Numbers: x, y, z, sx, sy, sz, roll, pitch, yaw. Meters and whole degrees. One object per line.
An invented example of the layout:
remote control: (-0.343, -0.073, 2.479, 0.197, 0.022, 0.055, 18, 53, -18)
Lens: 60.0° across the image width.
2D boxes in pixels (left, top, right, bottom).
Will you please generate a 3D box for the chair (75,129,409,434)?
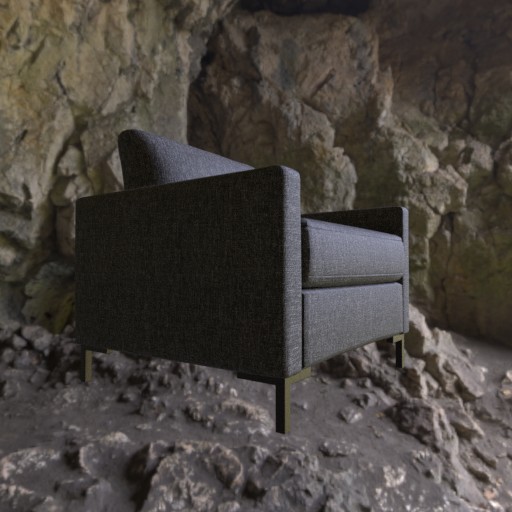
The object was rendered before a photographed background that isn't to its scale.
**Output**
chair: (0.000, 0.000, 1.627, 0.866, 0.861, 0.963, -1, -2, 36)
